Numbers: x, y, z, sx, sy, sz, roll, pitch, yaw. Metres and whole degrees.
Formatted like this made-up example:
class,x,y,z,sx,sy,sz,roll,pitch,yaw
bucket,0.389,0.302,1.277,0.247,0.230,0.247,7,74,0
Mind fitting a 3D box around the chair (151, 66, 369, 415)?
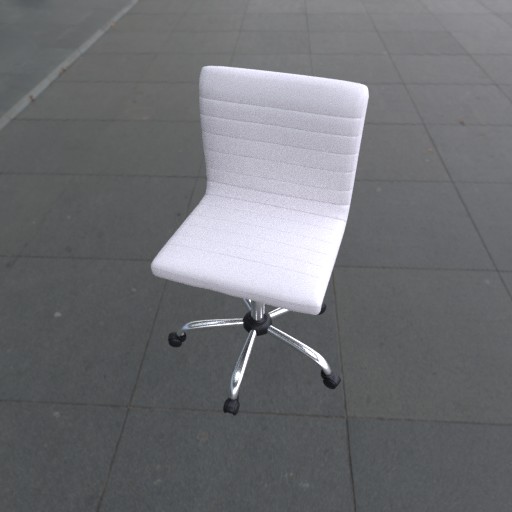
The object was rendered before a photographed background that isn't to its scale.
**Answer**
class,x,y,z,sx,sy,sz,roll,pitch,yaw
chair,0.000,0.000,1.072,0.520,0.750,0.455,12,43,14
